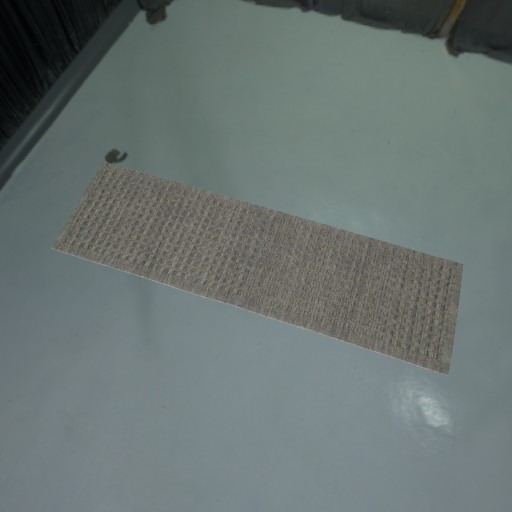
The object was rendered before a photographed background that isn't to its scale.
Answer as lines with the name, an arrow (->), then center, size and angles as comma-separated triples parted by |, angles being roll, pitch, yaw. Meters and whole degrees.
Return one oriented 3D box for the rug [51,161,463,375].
rug -> 0.000, 0.000, 2.721 | 2.443, 0.009, 0.706 | 17, 65, 8
